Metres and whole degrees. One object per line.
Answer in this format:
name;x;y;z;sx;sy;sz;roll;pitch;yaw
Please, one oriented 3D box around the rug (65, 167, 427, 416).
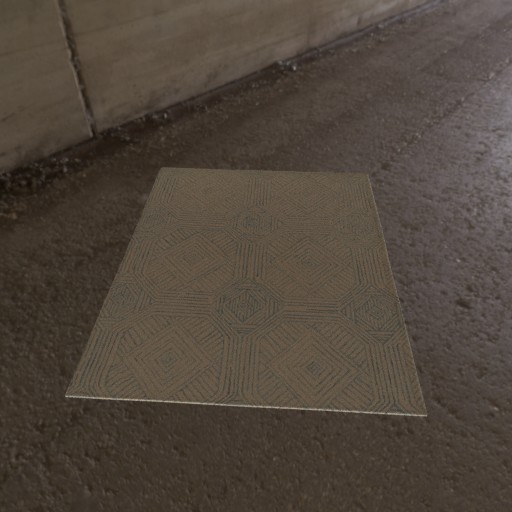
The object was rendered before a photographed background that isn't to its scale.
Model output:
rug;0.000;0.000;4.123;2.457;0.015;3.049;2;42;3
